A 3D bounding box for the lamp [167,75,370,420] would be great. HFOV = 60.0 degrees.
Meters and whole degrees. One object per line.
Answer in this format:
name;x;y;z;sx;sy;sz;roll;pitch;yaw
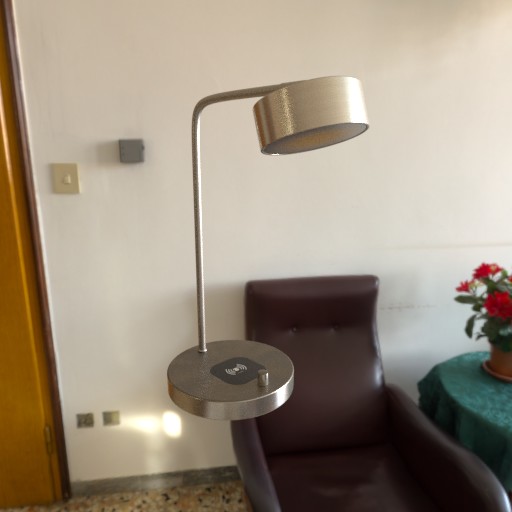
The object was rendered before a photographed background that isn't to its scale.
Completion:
lamp;0.000;0.000;0.653;0.211;0.469;0.334;-13;19;-42
